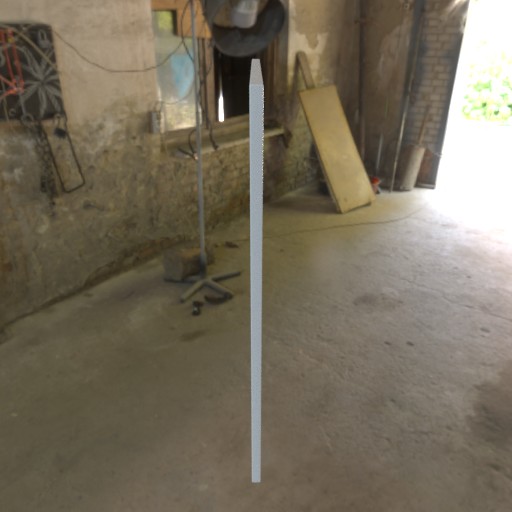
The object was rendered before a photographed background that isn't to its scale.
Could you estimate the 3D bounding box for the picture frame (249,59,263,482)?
[{"bbox_3d":[0.000,0.000,0.681,0.012,0.534,0.381,0,27,0],"label":"picture frame"}]
